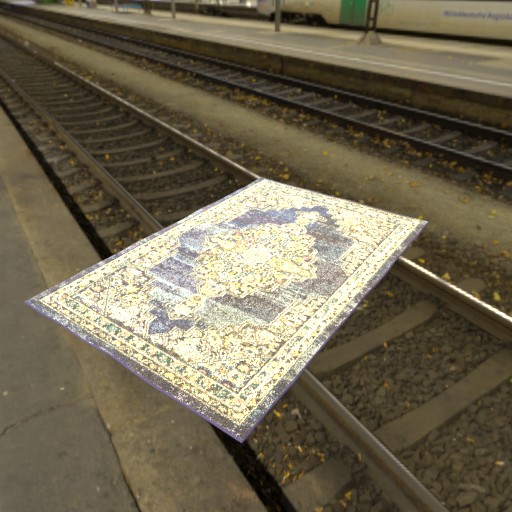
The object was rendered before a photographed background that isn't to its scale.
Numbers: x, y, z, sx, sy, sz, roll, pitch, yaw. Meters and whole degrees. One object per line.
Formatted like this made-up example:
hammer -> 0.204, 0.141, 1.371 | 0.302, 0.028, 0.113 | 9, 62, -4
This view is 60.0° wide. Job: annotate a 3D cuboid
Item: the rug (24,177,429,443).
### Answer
rug -> 0.000, 0.000, 2.225 | 1.184, 0.012, 1.781 | 21, 37, 30
